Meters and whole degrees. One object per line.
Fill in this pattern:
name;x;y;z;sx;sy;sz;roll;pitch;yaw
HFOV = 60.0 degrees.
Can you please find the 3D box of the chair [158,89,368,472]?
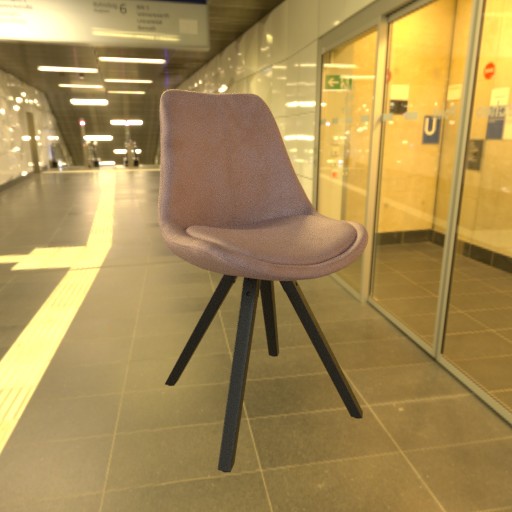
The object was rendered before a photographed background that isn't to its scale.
chair;0.000;0.000;1.181;0.483;0.865;0.547;-9;17;-29
